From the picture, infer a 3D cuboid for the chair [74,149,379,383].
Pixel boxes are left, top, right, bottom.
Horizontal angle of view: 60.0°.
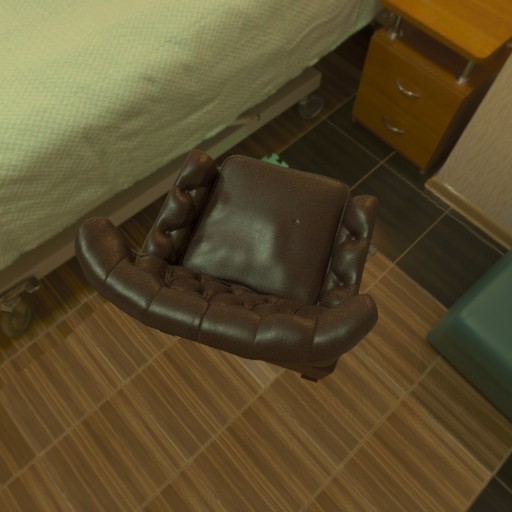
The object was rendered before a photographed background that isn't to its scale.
[{"bbox_3d":[0.000,0.000,1.460,0.709,0.864,0.823,16,65,8],"label":"chair"}]
